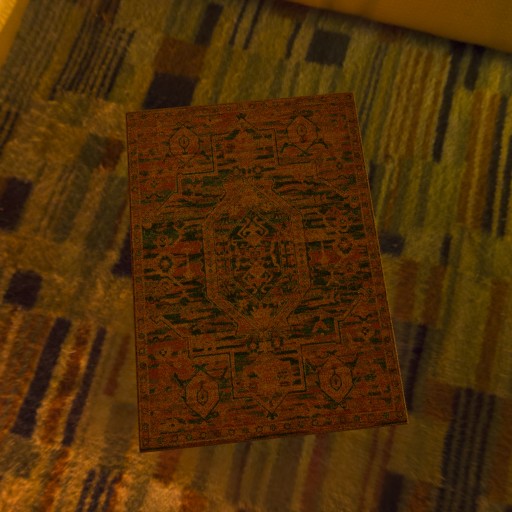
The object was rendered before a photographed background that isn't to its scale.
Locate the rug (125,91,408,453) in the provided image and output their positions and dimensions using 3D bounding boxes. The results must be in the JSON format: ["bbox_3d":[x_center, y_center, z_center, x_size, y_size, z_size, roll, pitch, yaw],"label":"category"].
[{"bbox_3d":[0.000,0.000,2.835,1.588,0.024,2.204,-6,77,-1],"label":"rug"}]
